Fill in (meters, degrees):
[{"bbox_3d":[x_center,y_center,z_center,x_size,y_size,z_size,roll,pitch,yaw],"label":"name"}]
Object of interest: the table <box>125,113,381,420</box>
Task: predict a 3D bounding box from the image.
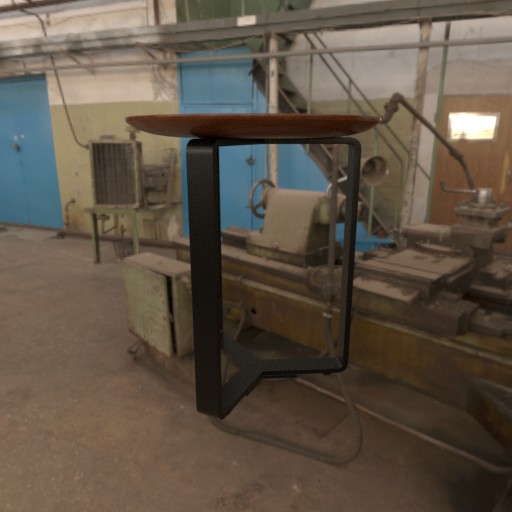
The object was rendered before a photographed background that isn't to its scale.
[{"bbox_3d":[0.000,0.000,0.759,0.380,0.450,0.410,8,17,25],"label":"table"}]
